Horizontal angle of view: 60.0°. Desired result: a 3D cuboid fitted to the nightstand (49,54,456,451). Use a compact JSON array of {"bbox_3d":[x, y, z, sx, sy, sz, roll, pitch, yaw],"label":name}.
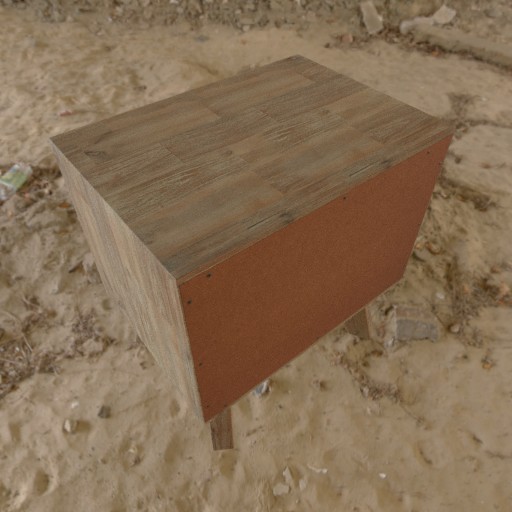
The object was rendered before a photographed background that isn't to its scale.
[{"bbox_3d":[0.000,0.000,0.947,0.552,0.589,0.396,-30,53,-26],"label":"nightstand"}]
